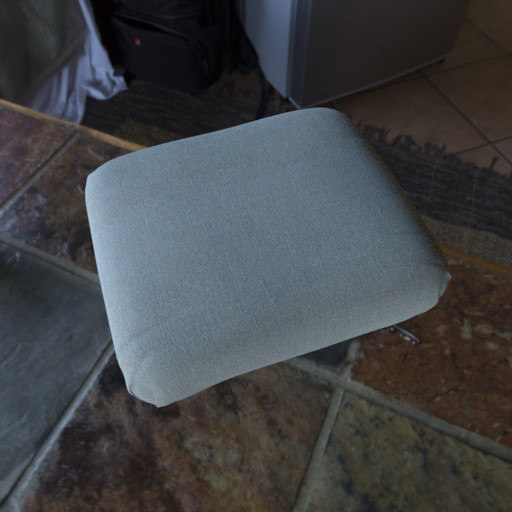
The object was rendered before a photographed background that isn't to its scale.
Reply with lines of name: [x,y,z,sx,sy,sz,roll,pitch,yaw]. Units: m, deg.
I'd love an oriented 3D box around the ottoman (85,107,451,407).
ottoman: [0.000,0.000,1.157,0.747,0.450,0.622,-17,59,-11]
